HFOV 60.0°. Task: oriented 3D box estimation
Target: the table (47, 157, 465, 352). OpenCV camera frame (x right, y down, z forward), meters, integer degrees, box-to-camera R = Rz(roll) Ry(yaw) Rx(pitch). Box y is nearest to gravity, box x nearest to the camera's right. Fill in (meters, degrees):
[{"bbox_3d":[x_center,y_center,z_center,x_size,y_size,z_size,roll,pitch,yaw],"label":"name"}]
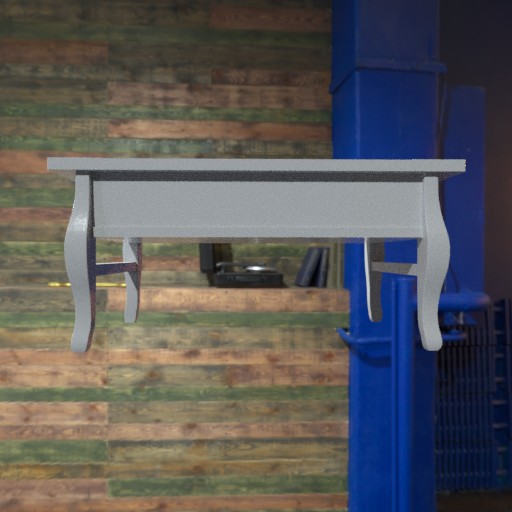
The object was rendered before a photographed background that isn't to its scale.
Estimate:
[{"bbox_3d":[0.000,0.000,1.416,1.062,0.495,0.600,0,0,-1],"label":"table"}]
